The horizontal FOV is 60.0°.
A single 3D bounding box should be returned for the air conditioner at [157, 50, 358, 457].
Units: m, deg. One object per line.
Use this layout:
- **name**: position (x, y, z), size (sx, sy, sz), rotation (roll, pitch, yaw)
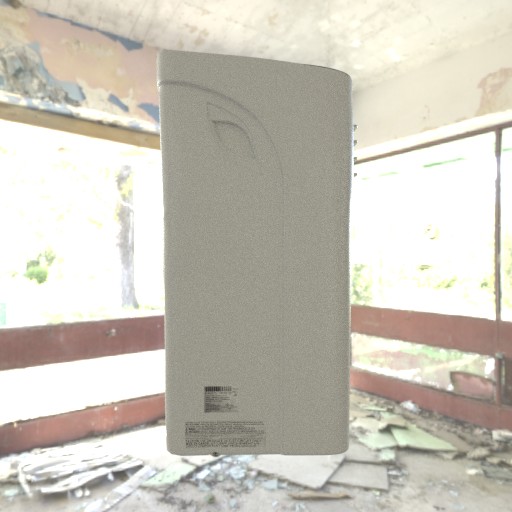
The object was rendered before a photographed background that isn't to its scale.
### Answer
- **air conditioner**: position (0.000, 0.000, 0.918), size (0.369, 0.716, 0.352), rotation (0, -1, -1)
